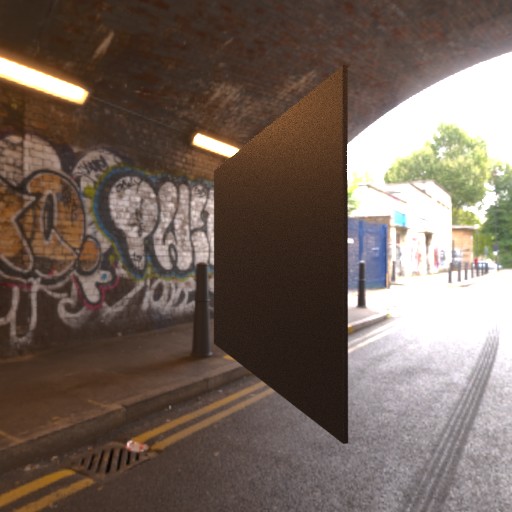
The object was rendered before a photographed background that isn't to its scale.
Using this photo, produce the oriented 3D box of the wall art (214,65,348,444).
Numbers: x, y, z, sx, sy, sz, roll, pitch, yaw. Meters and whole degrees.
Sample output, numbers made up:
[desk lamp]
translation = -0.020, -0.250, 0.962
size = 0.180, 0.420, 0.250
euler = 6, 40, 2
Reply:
[wall art]
translation = 0.000, 0.000, 1.512
size = 0.013, 0.811, 1.192
euler = 0, 0, -19
